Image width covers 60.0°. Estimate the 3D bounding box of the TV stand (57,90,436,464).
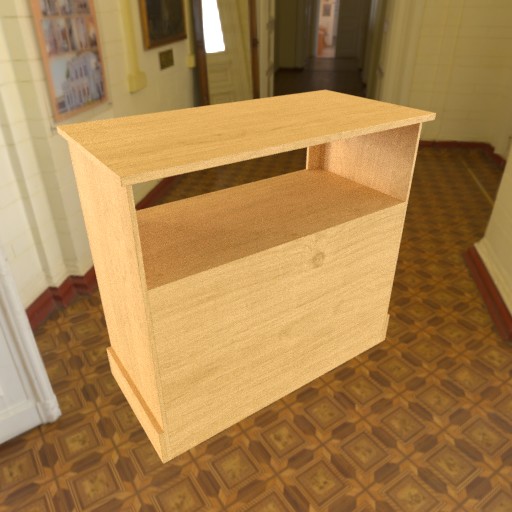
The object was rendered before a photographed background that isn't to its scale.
[{"bbox_3d":[0.000,0.000,1.300,0.851,0.787,0.430,-19,35,-30],"label":"TV stand"}]
